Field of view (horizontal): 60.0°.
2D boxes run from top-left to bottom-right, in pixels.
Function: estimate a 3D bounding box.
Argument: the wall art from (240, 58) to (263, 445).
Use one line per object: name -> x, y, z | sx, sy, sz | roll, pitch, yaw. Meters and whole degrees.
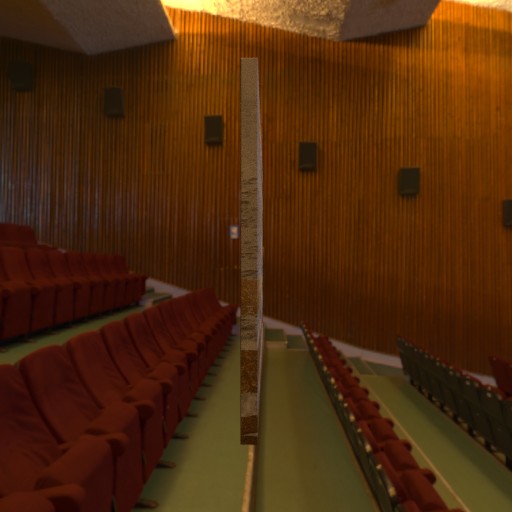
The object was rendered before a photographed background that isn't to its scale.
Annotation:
wall art -> 0.000, 0.000, 1.164 | 0.027, 0.610, 0.932 | 0, -1, 1
